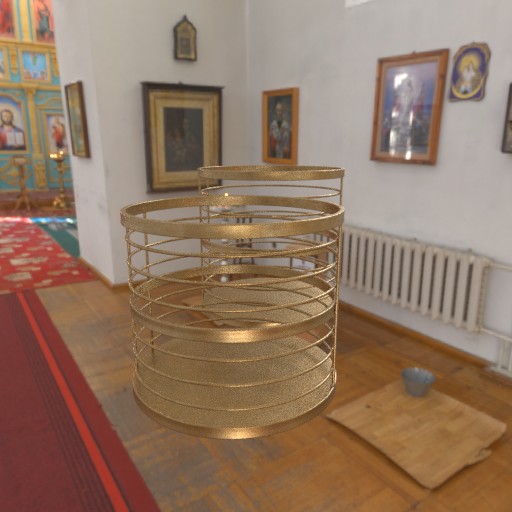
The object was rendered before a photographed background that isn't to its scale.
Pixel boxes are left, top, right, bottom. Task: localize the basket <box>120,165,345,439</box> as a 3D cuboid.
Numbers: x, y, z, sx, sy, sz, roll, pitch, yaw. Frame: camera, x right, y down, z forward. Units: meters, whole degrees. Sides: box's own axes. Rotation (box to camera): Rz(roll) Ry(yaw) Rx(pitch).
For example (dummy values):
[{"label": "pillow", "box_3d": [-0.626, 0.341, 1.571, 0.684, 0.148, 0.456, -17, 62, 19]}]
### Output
[{"label": "basket", "box_3d": [0.000, 0.000, 0.938, 0.356, 0.351, 0.746, 3, 14, 10]}]
